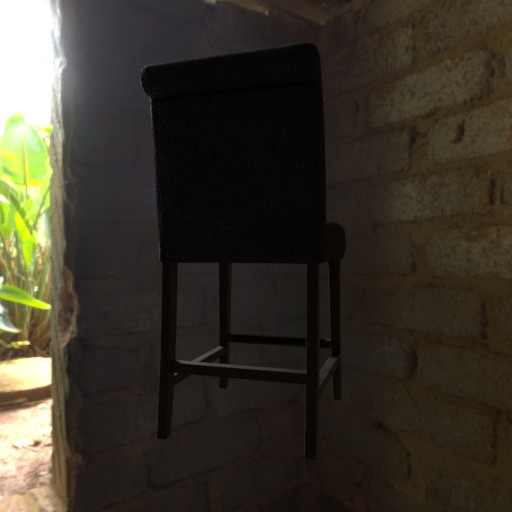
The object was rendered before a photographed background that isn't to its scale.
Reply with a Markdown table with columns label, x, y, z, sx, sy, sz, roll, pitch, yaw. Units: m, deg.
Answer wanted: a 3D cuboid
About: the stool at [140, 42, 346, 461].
| label | x | y | z | sx | sy | sz | roll | pitch | yaw |
| --- | --- | --- | --- | --- | --- | --- | --- | --- | --- |
| stool | 0.000 | 0.000 | 1.351 | 0.493 | 1.010 | 0.601 | 0 | 0 | 17 |
